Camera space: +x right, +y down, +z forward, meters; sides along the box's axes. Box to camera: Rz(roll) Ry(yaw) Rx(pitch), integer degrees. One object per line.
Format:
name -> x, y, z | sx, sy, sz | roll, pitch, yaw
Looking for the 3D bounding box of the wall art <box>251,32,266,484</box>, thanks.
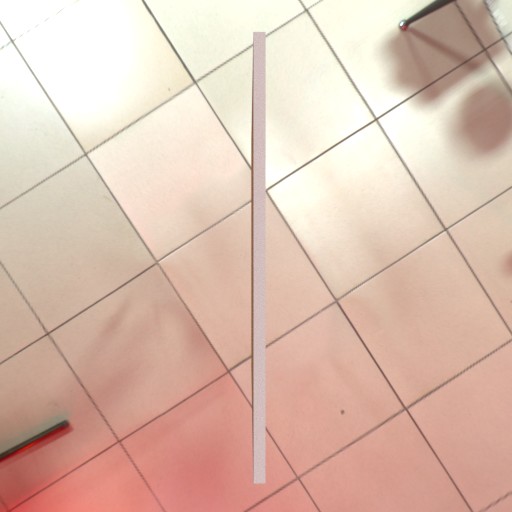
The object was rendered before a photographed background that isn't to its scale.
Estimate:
wall art -> 0.000, 0.000, 1.191 | 0.022, 0.803, 0.805 | 0, 91, -1
